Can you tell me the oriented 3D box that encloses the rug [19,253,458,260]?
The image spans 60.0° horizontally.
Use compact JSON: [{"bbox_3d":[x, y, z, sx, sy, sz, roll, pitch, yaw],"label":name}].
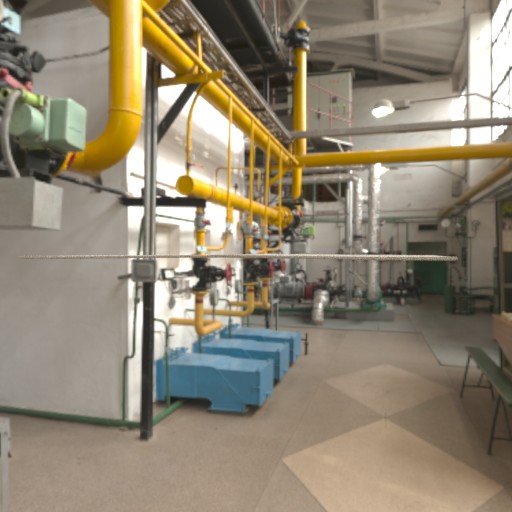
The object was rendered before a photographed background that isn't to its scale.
[{"bbox_3d":[0.000,0.000,4.754,3.626,0.051,2.757,0,0,17],"label":"rug"}]
